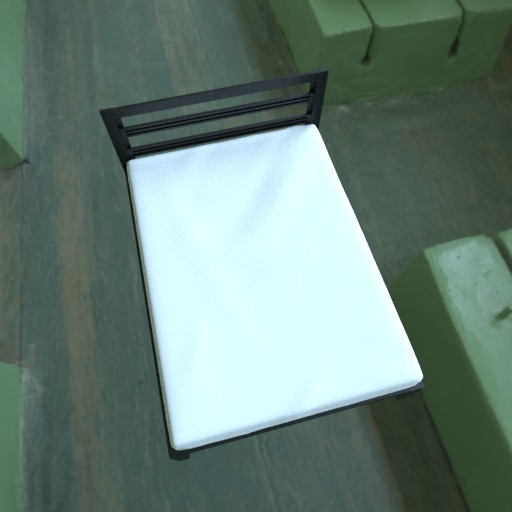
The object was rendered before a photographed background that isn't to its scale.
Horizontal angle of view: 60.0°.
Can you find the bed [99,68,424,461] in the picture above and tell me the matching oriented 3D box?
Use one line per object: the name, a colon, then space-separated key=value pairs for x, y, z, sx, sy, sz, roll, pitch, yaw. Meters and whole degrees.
bed: x=0.000 y=0.000 z=2.876 sx=1.524 sy=0.967 sz=2.062 roll=-13 pitch=63 yaw=-7
